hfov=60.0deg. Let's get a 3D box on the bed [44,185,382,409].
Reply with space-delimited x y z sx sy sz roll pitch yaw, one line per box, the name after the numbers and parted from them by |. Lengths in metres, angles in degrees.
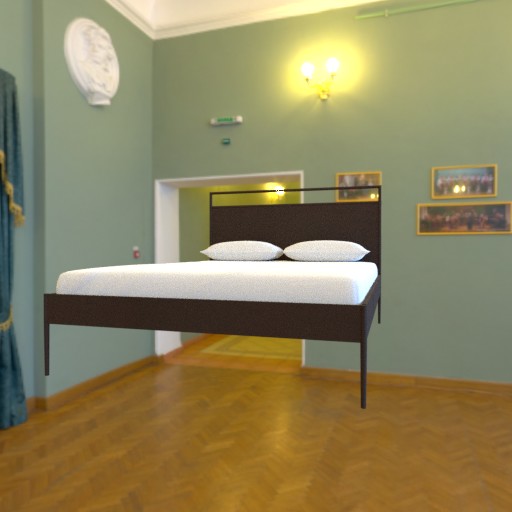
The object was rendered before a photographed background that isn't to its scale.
0.000 0.000 2.987 1.572 1.173 2.122 0 1 17 | bed
